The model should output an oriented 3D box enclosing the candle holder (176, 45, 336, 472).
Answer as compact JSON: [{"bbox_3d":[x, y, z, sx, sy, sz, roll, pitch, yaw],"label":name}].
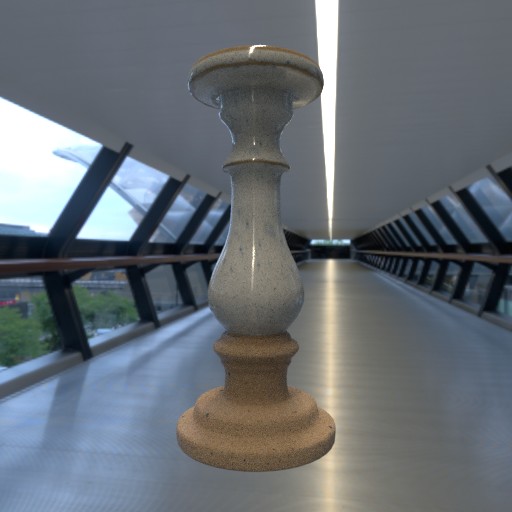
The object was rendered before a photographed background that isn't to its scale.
[{"bbox_3d":[0.000,0.000,0.249,0.088,0.203,0.088,0,0,0],"label":"candle holder"}]
